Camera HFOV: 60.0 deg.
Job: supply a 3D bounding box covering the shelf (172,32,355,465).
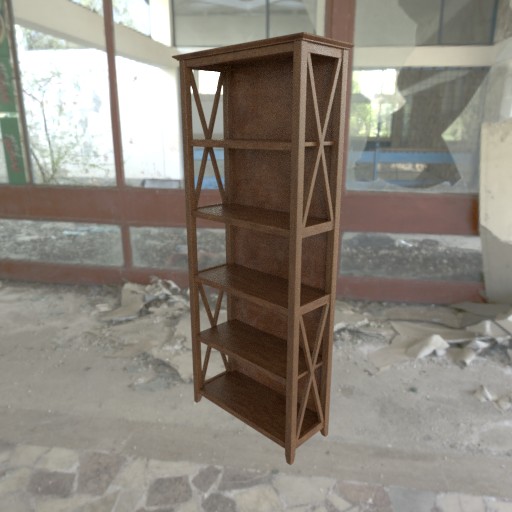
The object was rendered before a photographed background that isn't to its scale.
[{"bbox_3d":[0.000,0.000,2.238,0.805,1.905,0.335,15,22,42],"label":"shelf"}]
